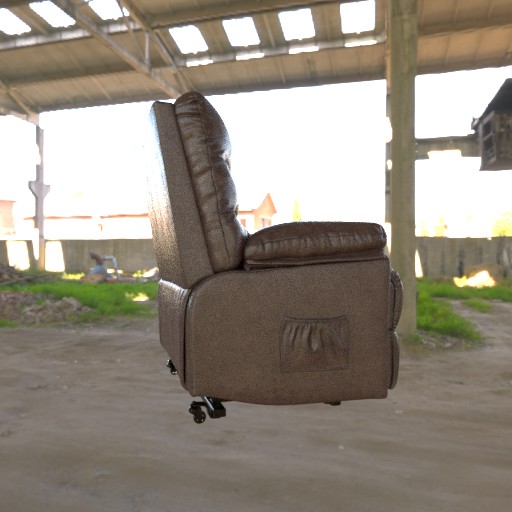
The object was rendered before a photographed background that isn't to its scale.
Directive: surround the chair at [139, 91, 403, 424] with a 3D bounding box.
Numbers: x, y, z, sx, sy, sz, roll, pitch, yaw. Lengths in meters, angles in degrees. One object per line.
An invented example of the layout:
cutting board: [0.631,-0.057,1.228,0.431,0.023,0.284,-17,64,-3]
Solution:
chair: [0.000,0.000,1.778,0.879,1.041,0.940,0,0,-18]
